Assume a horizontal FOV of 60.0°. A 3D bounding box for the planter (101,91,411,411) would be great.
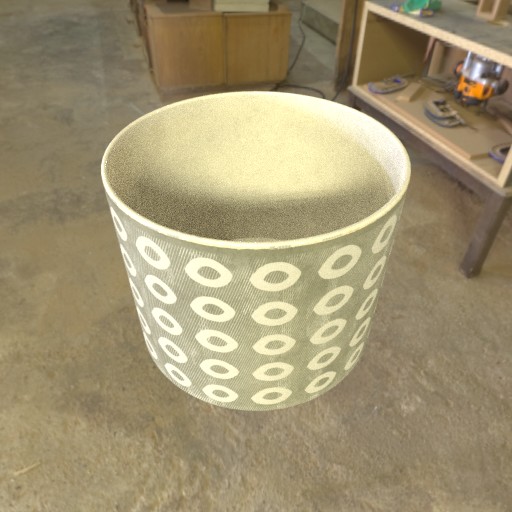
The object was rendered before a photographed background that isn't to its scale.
[{"bbox_3d":[0.000,0.000,0.448,0.250,0.239,0.250,0,42,0],"label":"planter"}]
